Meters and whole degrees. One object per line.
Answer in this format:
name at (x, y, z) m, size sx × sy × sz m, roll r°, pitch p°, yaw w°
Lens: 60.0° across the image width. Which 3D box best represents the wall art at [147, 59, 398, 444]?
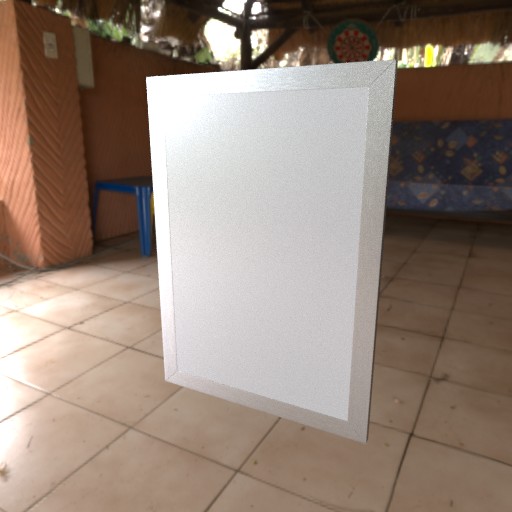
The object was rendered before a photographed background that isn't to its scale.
wall art at (0.000, 0.000, 0.678) m, size 0.376 × 0.529 × 0.013 m, roll 8°, pitch 17°, yaw 27°
